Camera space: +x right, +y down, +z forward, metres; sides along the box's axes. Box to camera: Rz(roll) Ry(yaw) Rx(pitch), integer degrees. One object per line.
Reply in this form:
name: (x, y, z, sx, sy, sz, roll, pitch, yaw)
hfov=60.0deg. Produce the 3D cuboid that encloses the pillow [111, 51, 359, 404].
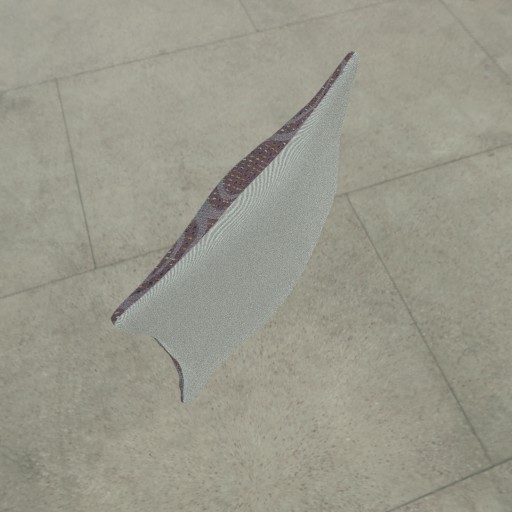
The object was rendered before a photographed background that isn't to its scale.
pillow: (0.000, 0.000, 0.780, 0.163, 0.513, 0.514, 32, 67, 15)
